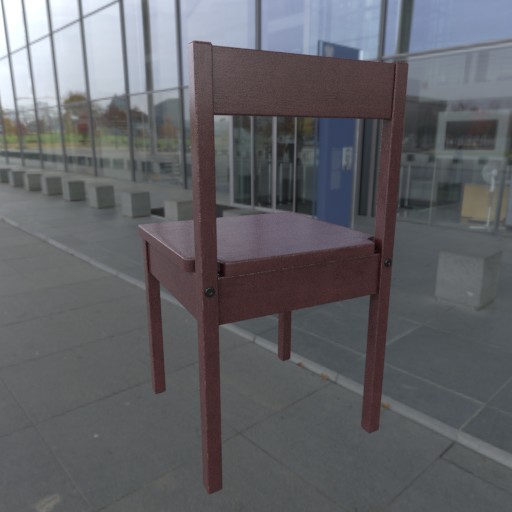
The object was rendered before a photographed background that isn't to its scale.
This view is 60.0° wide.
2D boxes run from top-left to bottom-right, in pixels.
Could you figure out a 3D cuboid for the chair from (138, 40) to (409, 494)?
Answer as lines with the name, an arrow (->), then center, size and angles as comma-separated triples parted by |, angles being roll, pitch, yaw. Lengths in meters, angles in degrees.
chair -> 0.000, 0.000, 0.854 | 0.367, 0.668, 0.361 | -8, 17, -26
